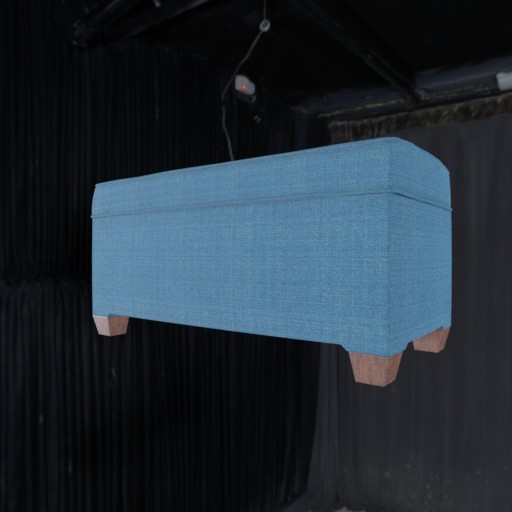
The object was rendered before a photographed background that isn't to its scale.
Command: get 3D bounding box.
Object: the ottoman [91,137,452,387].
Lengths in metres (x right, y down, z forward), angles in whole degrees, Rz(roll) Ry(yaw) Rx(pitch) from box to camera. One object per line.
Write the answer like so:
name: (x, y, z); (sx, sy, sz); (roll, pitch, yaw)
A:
ottoman: (0.000, 0.000, 1.233); (0.943, 0.474, 0.474); (0, 0, 37)
